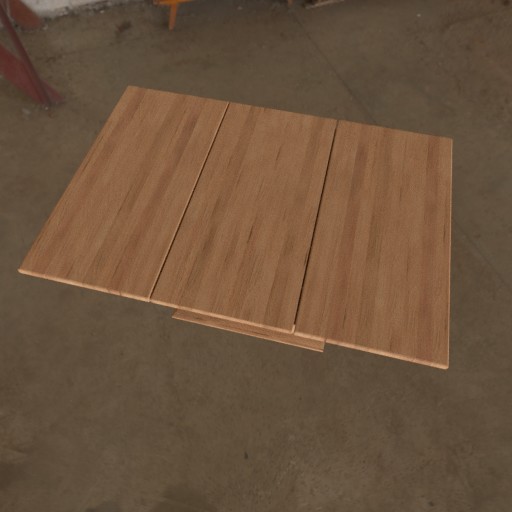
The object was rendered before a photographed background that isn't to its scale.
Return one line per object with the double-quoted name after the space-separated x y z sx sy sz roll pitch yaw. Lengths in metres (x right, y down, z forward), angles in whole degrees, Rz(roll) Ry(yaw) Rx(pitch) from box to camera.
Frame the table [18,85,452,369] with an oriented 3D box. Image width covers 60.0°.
0.000 0.000 1.844 1.300 0.770 0.900 12 59 7 "table"
